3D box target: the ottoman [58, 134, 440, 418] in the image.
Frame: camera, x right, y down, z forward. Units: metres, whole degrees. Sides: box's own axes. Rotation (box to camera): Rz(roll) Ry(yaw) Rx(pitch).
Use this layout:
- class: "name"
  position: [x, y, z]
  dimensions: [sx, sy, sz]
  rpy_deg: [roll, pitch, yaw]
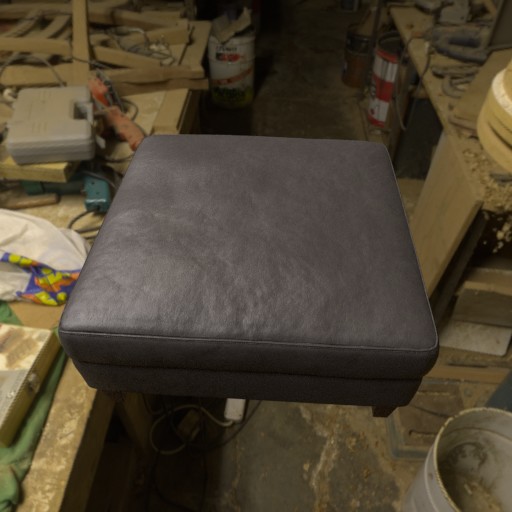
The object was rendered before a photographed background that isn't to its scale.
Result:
- class: "ottoman"
  position: [0.000, 0.000, 1.311]
  dimensions: [0.836, 0.415, 0.844]
  rpy_deg: [3, 46, 2]
